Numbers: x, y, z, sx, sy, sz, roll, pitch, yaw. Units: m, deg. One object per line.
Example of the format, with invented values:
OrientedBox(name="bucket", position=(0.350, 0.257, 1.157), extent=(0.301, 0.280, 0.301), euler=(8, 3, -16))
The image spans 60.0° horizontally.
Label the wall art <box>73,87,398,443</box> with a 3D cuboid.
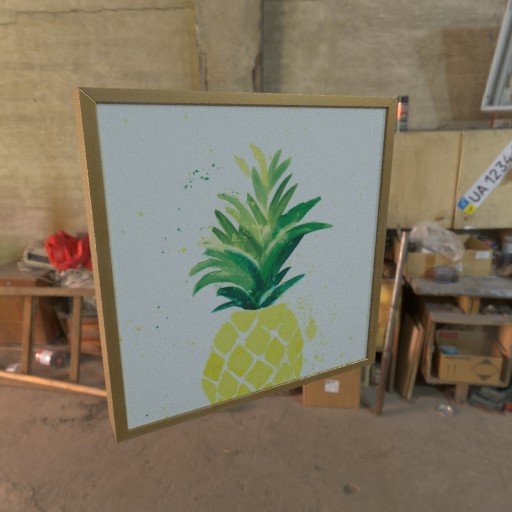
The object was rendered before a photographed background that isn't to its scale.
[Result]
OrientedBox(name="wall art", position=(0.000, 0.000, 0.444), extent=(0.306, 0.305, 0.038), euler=(-9, 19, -26))
